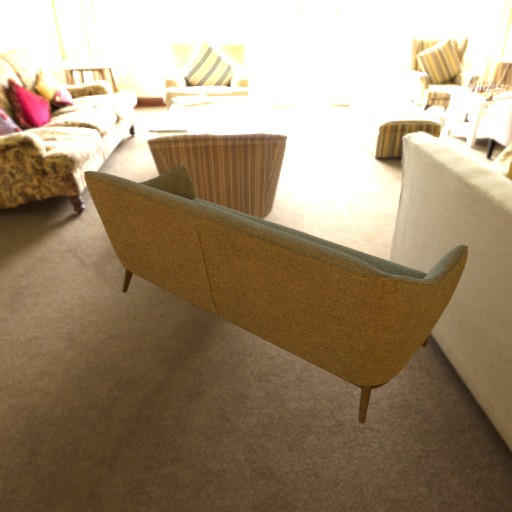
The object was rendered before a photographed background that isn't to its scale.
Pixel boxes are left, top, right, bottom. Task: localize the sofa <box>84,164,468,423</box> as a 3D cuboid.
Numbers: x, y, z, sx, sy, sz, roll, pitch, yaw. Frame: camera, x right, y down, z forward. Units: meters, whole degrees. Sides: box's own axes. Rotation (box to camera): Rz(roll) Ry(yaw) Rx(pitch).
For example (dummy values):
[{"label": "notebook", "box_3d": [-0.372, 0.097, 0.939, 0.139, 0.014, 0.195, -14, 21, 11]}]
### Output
[{"label": "sofa", "box_3d": [0.000, 0.000, 2.401, 1.928, 0.829, 0.867, 21, 36, 32]}]
